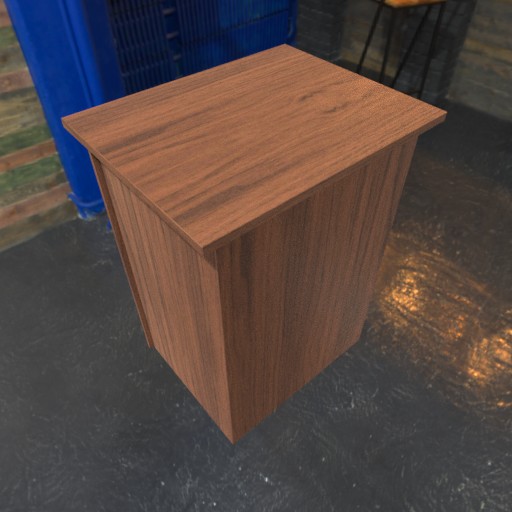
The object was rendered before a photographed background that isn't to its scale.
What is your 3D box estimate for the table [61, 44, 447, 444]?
[{"bbox_3d":[0.000,0.000,0.928,0.480,0.636,0.381,-31,53,-27],"label":"table"}]
